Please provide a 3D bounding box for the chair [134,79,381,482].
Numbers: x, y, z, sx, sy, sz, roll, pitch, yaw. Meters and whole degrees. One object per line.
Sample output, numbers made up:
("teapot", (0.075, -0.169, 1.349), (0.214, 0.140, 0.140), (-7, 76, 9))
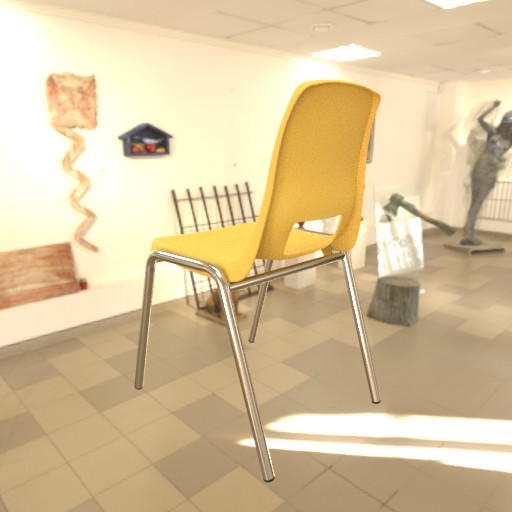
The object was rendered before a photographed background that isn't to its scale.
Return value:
("chair", (0.000, 0.000, 0.932), (0.381, 0.653, 0.436), (-13, 19, -42))
